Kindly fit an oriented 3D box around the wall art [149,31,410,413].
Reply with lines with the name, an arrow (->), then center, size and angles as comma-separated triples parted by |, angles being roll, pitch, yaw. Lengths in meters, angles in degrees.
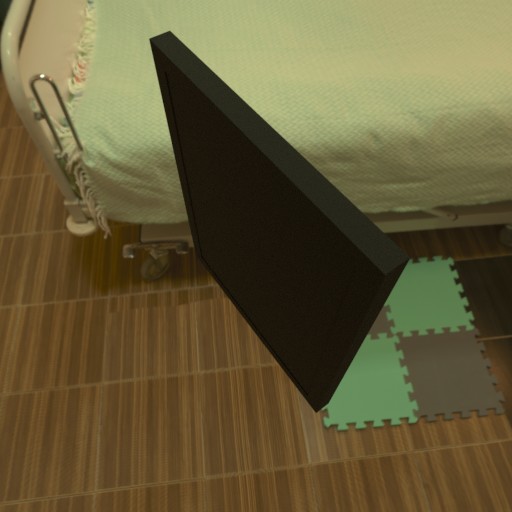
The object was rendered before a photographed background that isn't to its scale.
wall art -> 0.000, 0.000, 0.750 | 0.033, 0.559, 0.457 | -31, 63, -18
